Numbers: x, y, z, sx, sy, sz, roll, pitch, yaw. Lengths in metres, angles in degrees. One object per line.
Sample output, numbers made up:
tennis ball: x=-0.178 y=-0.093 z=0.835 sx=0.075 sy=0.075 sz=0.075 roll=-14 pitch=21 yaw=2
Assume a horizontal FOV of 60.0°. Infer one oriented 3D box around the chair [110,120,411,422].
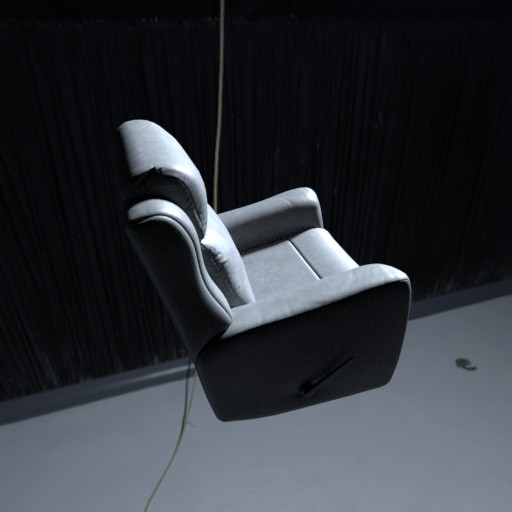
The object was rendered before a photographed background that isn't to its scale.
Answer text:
chair: x=0.000 y=0.000 z=1.956 sx=1.068 sy=1.116 sz=0.967 roll=-10 pitch=32 yaw=-15
